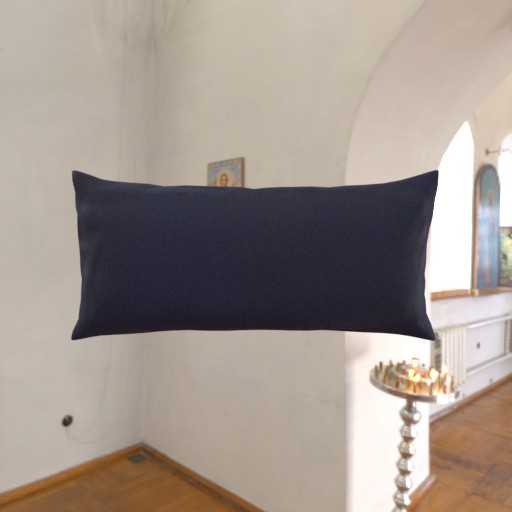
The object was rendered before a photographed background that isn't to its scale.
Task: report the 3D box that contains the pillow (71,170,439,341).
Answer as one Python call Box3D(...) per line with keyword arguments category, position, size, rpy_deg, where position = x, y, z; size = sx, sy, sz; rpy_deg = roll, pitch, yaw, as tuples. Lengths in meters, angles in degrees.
Box3D(category="pillow", position=(0.000, 0.000, 0.738), size=(0.610, 0.287, 0.151), rpy_deg=(0, 1, -2))
